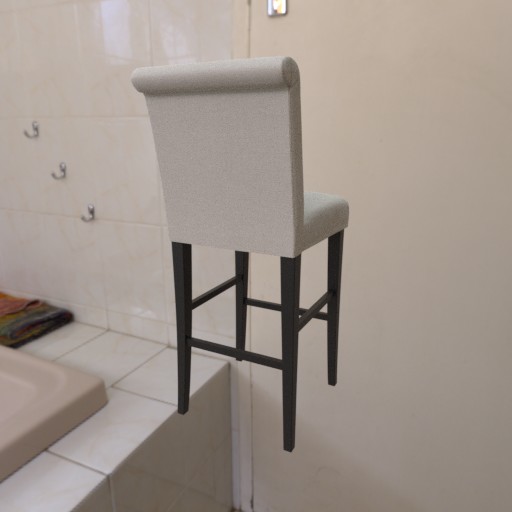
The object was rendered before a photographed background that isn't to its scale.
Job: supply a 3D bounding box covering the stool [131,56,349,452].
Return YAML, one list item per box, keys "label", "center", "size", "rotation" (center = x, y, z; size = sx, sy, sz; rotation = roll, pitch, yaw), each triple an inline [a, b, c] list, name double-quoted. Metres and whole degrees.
- label: "stool"
  center: [0.000, 0.000, 1.467]
  size: [0.452, 1.124, 0.597]
  rotation: [8, 18, 26]
